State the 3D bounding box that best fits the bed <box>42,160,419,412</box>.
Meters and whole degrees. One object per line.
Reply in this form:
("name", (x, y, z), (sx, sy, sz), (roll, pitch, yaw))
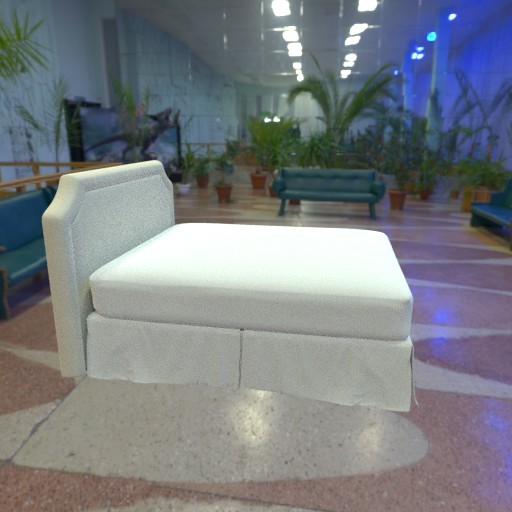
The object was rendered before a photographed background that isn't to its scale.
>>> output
("bed", (0.000, 0.000, 3.319), (2.209, 1.296, 1.827), (3, 16, 10))
